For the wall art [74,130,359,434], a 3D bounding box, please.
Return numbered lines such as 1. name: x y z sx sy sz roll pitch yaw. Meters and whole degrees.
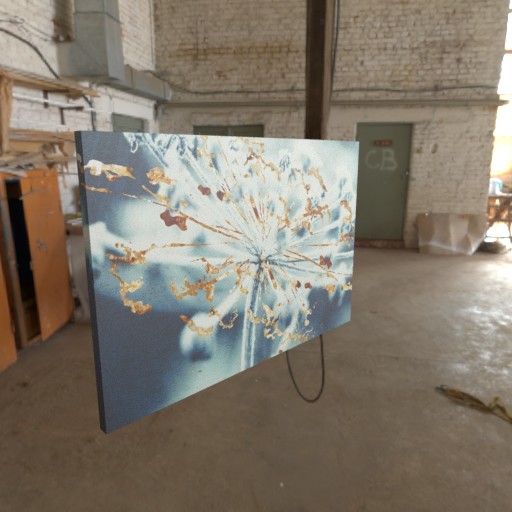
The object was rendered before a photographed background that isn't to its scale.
1. wall art: 0.000 0.000 1.471 0.035 0.759 1.138 12 18 43
